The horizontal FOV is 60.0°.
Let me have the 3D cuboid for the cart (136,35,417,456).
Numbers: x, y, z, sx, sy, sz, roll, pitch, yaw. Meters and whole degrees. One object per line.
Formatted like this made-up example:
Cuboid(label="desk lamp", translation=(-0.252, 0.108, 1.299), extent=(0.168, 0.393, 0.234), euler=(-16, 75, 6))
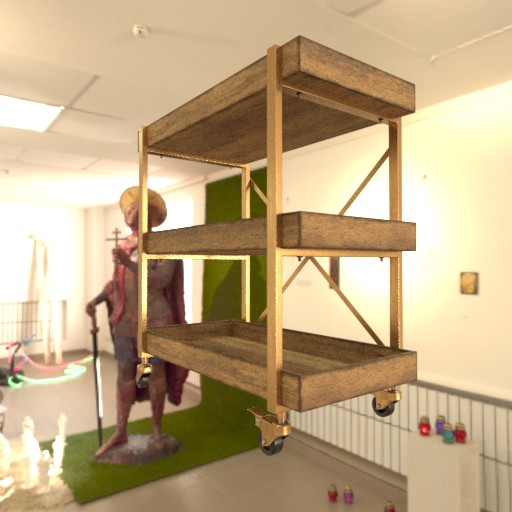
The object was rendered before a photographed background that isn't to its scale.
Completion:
Cuboid(label="cart", translation=(0.000, 0.000, 1.217), extent=(0.416, 0.799, 0.750), euler=(1, -1, -37))
